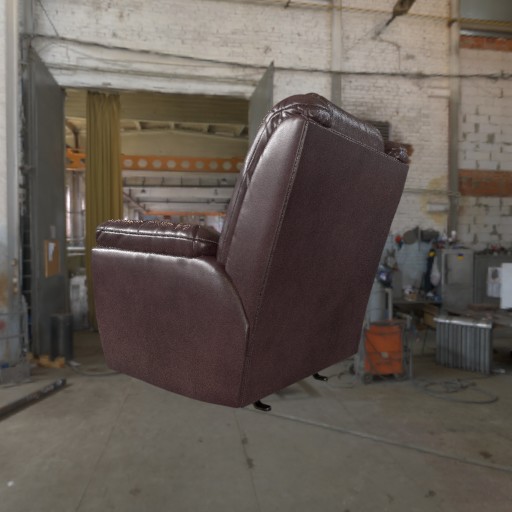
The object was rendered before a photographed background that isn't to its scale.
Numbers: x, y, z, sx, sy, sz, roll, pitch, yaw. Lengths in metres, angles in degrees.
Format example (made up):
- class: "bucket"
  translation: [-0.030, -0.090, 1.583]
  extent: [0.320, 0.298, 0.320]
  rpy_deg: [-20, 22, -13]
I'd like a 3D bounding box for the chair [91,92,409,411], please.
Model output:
- class: "chair"
  translation: [0.000, 0.000, 1.901]
  extent: [1.041, 1.093, 0.990]
  rpy_deg: [1, 2, 36]
